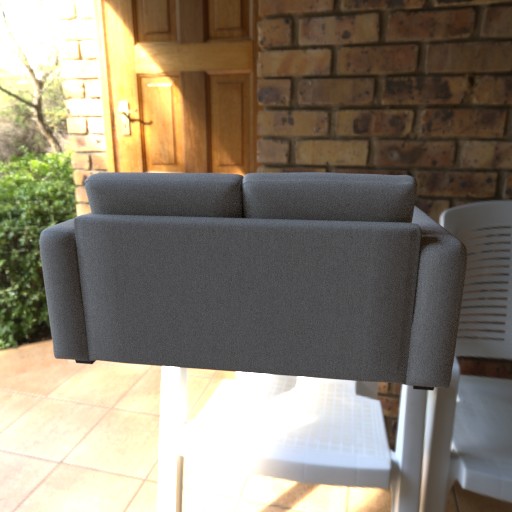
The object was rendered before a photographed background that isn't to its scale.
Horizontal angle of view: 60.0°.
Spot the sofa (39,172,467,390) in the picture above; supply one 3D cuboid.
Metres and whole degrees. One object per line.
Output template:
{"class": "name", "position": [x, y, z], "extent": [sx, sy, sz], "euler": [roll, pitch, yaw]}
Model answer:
{"class": "sofa", "position": [0.000, 0.000, 1.999], "extent": [1.540, 0.800, 0.900], "euler": [2, 16, 8]}
